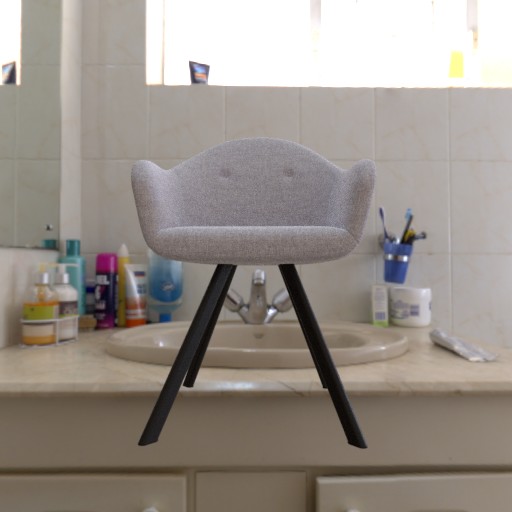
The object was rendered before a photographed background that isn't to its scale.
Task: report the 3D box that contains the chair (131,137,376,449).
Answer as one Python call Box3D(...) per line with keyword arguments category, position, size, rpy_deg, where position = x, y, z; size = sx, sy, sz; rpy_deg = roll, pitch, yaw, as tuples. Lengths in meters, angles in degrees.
Box3D(category="chair", position=(0.000, 0.000, 1.178), size=(0.540, 0.780, 0.570), rpy_deg=(0, -2, 2))
